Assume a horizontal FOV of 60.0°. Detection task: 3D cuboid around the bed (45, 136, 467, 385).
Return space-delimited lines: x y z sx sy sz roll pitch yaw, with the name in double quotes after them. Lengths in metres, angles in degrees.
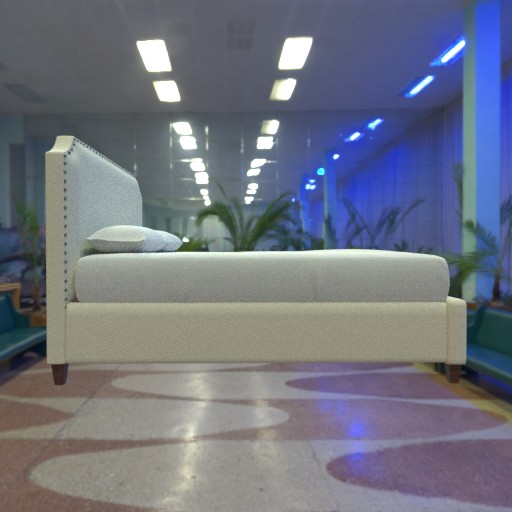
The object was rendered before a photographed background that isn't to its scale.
0.000 0.000 3.284 2.329 1.415 1.703 0 1 -1 "bed"
